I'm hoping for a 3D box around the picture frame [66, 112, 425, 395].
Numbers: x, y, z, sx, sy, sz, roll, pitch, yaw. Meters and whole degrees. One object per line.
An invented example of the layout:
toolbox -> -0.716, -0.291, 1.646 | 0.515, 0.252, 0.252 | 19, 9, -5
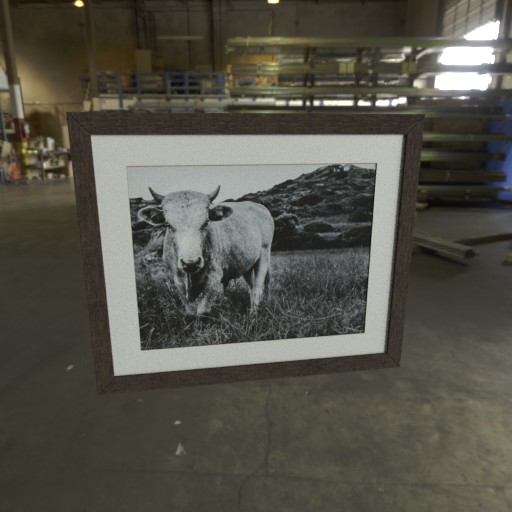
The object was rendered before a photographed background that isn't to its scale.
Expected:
picture frame -> 0.000, 0.000, 0.742 | 0.546, 0.455, 0.026 | -3, 16, -9
